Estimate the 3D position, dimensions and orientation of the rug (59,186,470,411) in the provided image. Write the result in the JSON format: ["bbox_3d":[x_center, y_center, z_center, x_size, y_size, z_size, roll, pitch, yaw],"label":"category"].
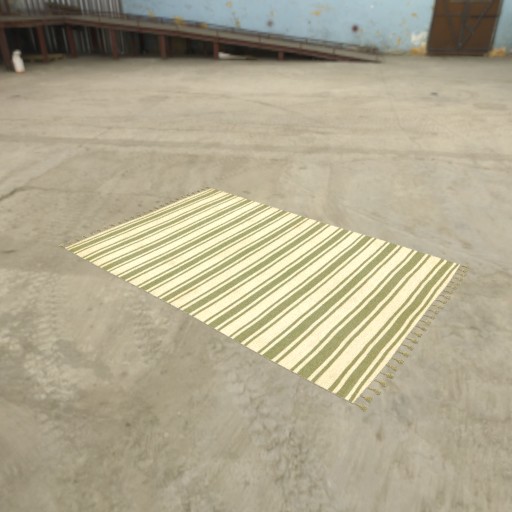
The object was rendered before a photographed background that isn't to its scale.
[{"bbox_3d":[0.000,0.000,3.060,2.435,0.018,1.540,21,36,33],"label":"rug"}]
